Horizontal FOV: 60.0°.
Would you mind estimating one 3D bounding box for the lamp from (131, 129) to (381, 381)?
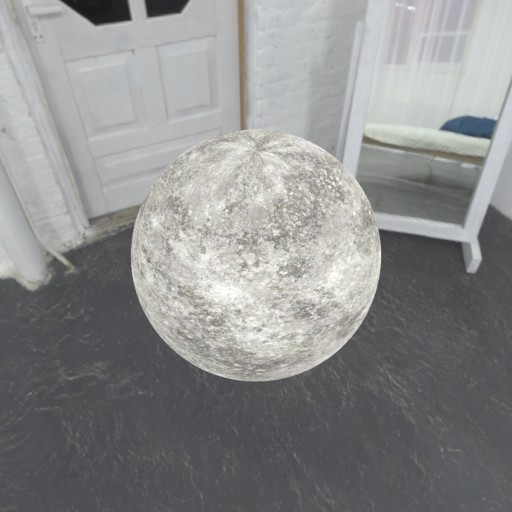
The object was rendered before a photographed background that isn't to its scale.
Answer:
[{"bbox_3d":[0.000,0.000,0.777,0.422,0.429,0.422,0,46,0],"label":"lamp"}]
